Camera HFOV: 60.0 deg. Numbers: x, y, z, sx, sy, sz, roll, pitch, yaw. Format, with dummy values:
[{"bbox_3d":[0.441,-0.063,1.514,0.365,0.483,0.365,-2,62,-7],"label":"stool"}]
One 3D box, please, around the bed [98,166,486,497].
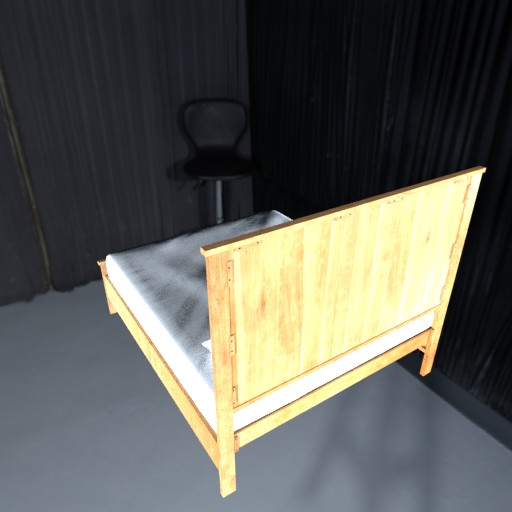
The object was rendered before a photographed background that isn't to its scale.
[{"bbox_3d":[0.000,0.000,3.476,1.936,1.686,2.201,-18,34,-29],"label":"bed"}]
